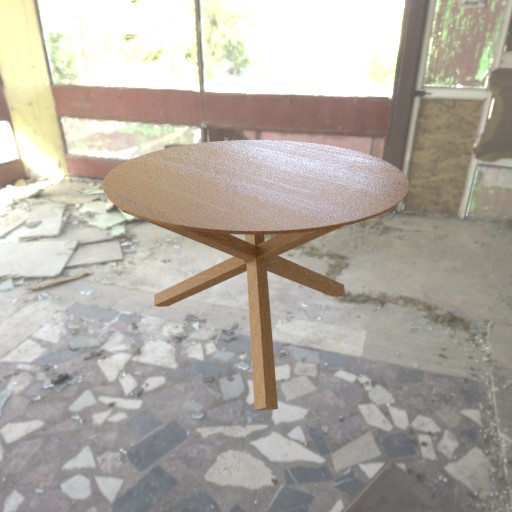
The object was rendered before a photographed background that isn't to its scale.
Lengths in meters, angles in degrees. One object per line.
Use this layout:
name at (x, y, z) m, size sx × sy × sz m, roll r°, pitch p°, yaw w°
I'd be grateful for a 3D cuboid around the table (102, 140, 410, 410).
table at (0.000, 0.000, 1.718) m, size 1.038 × 0.666 × 1.038 m, roll 0°, pitch 27°, yaw 0°
